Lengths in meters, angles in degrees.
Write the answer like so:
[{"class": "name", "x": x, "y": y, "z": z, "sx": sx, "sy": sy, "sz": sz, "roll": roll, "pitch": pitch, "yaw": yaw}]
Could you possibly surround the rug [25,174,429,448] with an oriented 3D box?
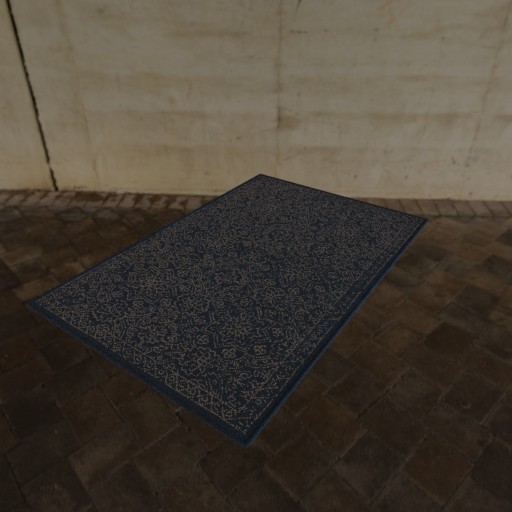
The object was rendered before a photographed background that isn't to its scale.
[{"class": "rug", "x": 0.000, "y": 0.000, "z": 2.293, "sx": 1.219, "sy": 0.010, "sz": 1.829, "roll": 21, "pitch": 38, "yaw": 29}]
